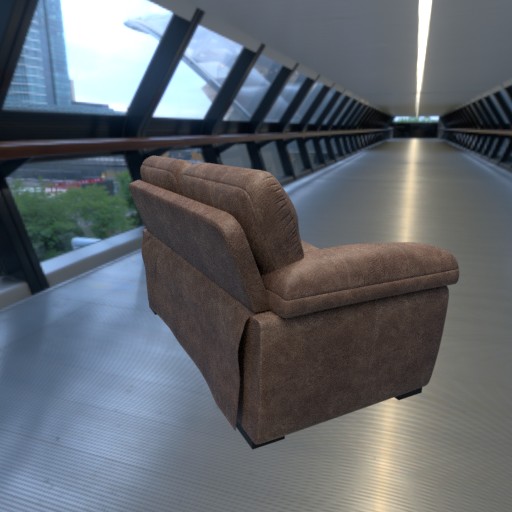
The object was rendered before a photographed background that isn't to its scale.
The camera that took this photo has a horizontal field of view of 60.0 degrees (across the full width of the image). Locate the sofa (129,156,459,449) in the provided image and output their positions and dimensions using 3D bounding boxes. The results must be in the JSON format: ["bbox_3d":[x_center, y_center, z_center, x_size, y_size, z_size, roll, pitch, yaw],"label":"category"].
[{"bbox_3d":[0.000,0.000,2.322,0.991,0.991,1.753,-7,17,-26],"label":"sofa"}]
